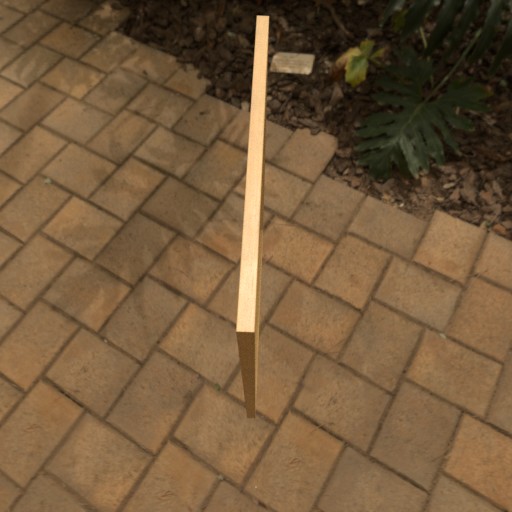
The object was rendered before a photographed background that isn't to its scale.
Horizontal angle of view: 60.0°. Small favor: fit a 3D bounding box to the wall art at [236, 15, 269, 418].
[{"bbox_3d":[0.000,0.000,1.340,0.030,1.002,0.798,2,63,1],"label":"wall art"}]
